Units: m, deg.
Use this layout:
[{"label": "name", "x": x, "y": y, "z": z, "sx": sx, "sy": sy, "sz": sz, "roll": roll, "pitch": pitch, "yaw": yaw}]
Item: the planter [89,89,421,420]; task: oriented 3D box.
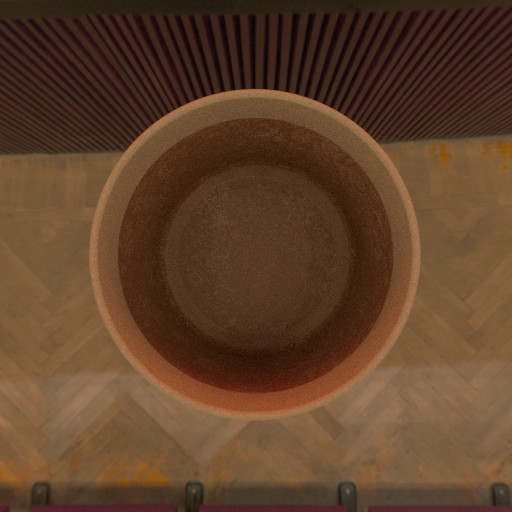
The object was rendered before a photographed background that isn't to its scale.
[{"label": "planter", "x": 0.000, "y": 0.000, "z": 0.279, "sx": 0.159, "sy": 0.138, "sz": 0.159, "roll": 0, "pitch": 89, "yaw": 1}]
